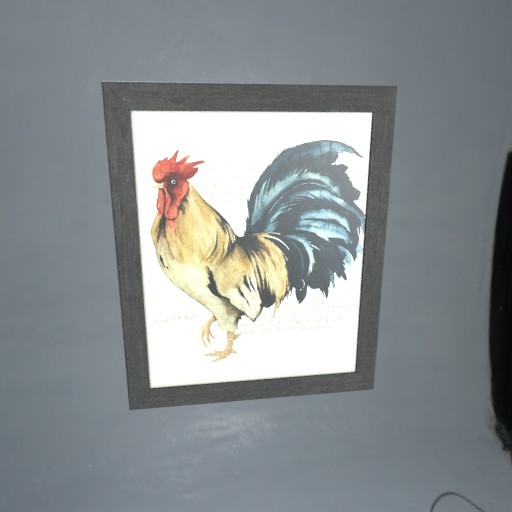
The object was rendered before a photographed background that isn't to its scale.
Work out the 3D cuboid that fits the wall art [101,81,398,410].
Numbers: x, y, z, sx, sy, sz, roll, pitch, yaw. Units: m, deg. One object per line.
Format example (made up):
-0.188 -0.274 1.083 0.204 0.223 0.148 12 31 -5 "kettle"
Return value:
0.000 0.000 0.784 0.476 0.570 0.013 -2 15 -8 "wall art"
